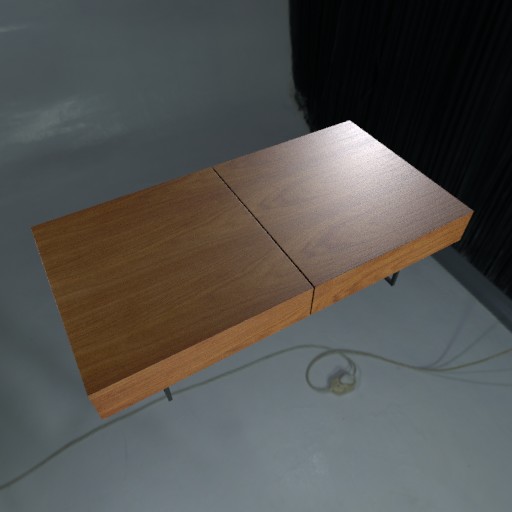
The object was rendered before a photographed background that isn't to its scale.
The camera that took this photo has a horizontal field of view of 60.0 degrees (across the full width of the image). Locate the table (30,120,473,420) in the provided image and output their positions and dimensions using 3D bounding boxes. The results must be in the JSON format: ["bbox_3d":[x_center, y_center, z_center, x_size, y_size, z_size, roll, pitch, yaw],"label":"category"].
[{"bbox_3d":[0.000,0.000,1.459,1.194,0.330,0.610,-23,52,-20],"label":"table"}]
